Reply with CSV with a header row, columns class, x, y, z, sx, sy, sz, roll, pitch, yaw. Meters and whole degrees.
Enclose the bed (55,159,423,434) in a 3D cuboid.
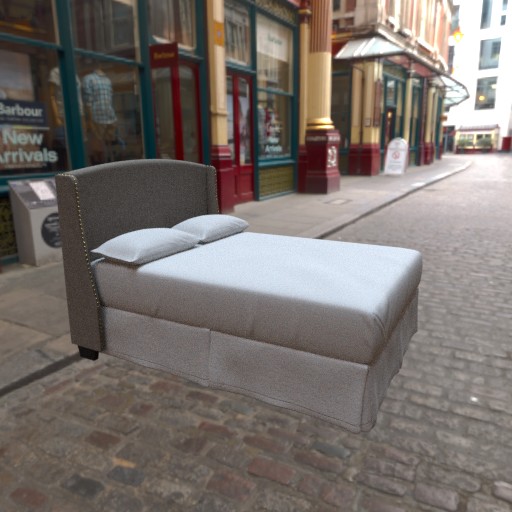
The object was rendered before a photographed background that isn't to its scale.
class,x,y,z,sx,sy,sz,roll,pitch,yaw
bed,0.000,0.000,3.365,2.237,1.407,1.710,7,16,27
